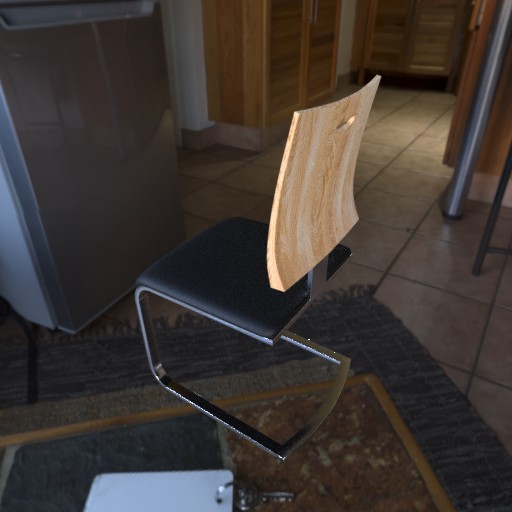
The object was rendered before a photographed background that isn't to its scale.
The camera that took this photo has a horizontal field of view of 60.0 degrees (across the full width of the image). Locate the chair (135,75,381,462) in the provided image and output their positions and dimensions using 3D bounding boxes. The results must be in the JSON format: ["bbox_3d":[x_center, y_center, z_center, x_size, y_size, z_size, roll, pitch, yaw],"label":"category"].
[{"bbox_3d":[0.000,0.000,1.234,0.560,0.936,0.462,20,38,28],"label":"chair"}]
